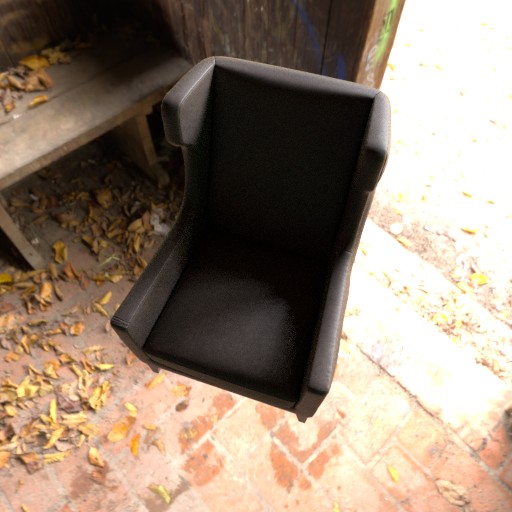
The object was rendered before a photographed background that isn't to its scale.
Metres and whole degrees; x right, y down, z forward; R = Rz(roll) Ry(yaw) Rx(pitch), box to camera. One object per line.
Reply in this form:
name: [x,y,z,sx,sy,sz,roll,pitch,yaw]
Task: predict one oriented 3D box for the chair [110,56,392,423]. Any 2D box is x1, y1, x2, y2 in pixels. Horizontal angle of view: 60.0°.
chair: [0.000,0.000,1.671,0.769,1.079,0.899,16,60,9]
